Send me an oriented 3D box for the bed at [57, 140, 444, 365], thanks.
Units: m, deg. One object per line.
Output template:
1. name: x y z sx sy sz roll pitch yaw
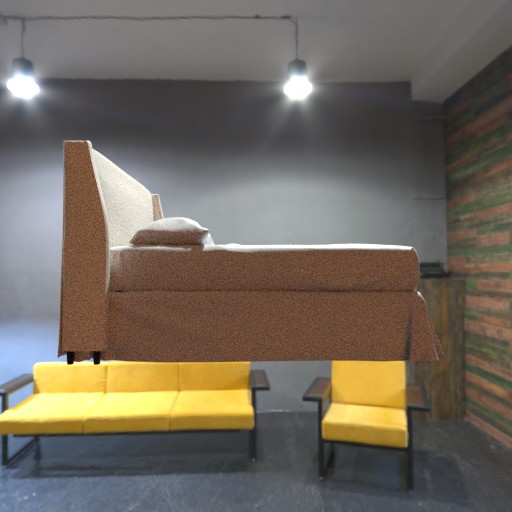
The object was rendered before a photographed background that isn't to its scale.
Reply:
1. bed: 0.000 0.000 3.500 2.276 1.332 1.925 0 -2 0
